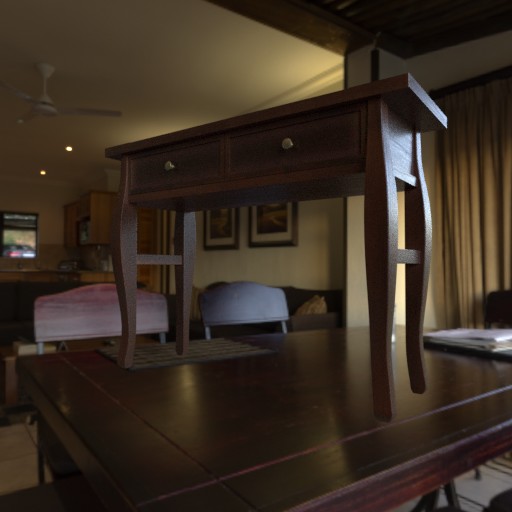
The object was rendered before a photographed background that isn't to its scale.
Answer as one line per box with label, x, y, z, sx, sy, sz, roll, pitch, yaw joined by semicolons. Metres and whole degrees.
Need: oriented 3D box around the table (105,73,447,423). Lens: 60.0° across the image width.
table;0.000;0.000;1.398;1.062;0.768;0.373;-1;-2;35
